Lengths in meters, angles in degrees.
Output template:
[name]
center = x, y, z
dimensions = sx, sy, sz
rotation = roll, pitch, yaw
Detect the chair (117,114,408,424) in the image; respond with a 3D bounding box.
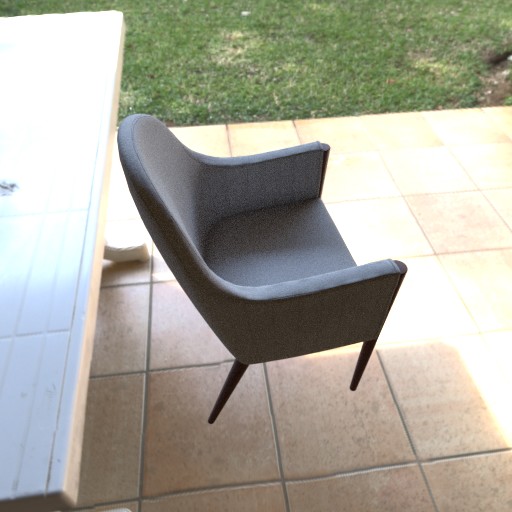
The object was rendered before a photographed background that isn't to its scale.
[chair]
center = 0.000, 0.000, 1.318
dimensions = 0.620, 0.889, 0.610
rotation = -10, 47, -9
